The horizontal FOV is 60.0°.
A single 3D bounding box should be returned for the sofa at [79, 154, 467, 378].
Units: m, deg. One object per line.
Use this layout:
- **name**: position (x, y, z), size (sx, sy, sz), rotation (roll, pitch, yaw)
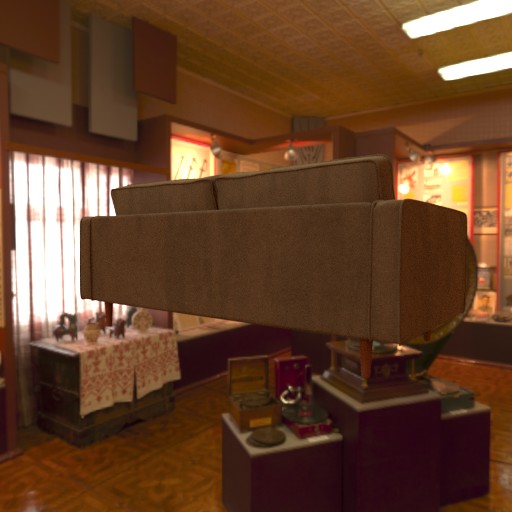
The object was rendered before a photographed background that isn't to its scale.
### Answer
- **sofa**: position (0.000, 0.000, 2.359), size (1.920, 0.825, 0.924), rotation (2, 3, 37)
